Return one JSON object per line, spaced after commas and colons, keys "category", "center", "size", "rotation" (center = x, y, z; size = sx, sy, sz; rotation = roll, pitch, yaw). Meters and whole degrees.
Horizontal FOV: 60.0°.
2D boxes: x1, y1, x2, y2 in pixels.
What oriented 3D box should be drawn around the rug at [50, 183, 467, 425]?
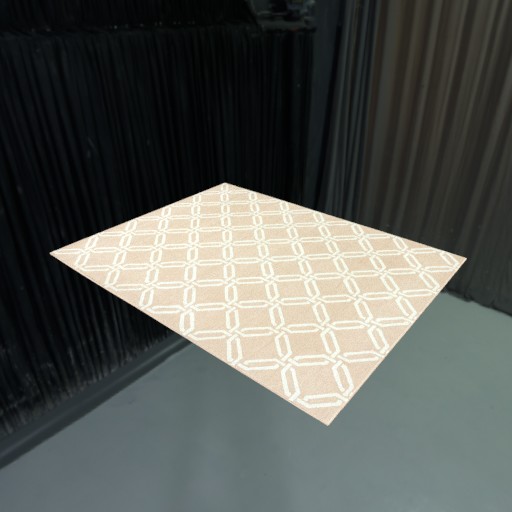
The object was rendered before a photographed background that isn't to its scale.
{"category": "rug", "center": [0.000, 0.000, 3.916], "size": [2.895, 0.018, 2.288], "rotation": [23, 37, 34]}
